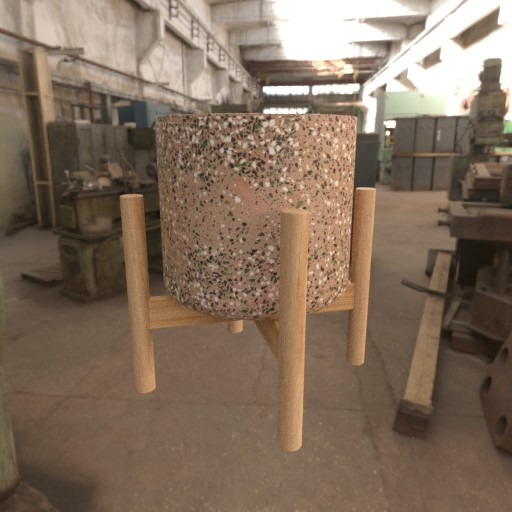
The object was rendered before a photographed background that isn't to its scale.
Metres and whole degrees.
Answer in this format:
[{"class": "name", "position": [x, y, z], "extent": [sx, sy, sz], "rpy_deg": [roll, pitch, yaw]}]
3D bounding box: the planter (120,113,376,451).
[{"class": "planter", "position": [0.000, 0.000, 0.539], "extent": [0.284, 0.320, 0.284], "rpy_deg": [2, 15, 8]}]
